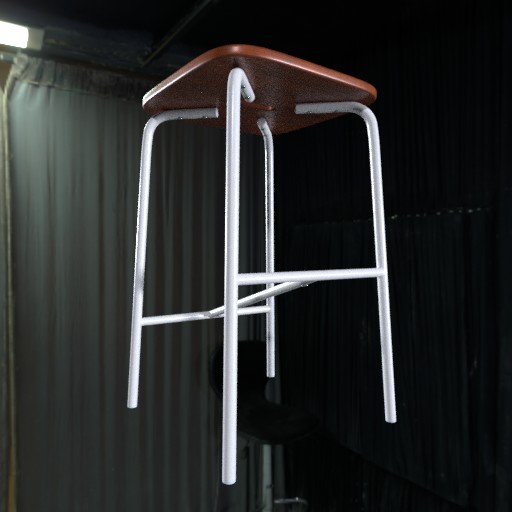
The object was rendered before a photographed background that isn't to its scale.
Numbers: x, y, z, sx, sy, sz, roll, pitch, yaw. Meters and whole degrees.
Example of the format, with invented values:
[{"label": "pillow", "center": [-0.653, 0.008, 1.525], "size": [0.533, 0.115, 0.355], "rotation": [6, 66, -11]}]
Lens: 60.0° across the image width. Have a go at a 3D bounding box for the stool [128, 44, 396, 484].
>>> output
[{"label": "stool", "center": [0.000, 0.000, 0.854], "size": [0.376, 0.610, 0.376], "rotation": [-1, 1, -37]}]
